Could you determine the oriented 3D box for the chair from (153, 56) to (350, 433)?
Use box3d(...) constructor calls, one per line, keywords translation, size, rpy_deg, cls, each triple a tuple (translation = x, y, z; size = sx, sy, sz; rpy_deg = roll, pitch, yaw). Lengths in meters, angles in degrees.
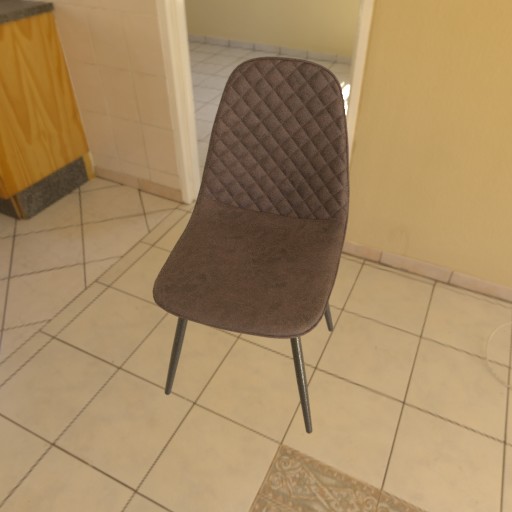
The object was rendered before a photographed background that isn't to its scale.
box3d(translation=(0.000, 0.000, 1.222), size=(0.472, 0.889, 0.561), rpy_deg=(11, 42, 12), cls="chair")
